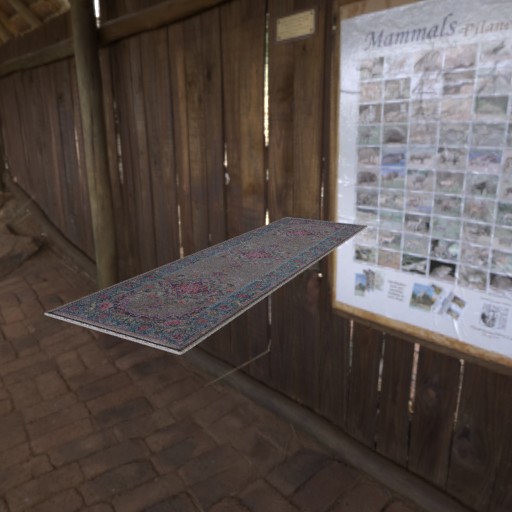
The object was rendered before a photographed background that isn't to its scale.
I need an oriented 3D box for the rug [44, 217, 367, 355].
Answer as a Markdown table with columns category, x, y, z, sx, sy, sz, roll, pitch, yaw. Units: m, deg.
| category | x | y | z | sx | sy | sz | roll | pitch | yaw |
| --- | --- | --- | --- | --- | --- | --- | --- | --- | --- |
| rug | 0.000 | 0.000 | 2.062 | 0.553 | 0.012 | 1.827 | 9 | 18 | 28 |
